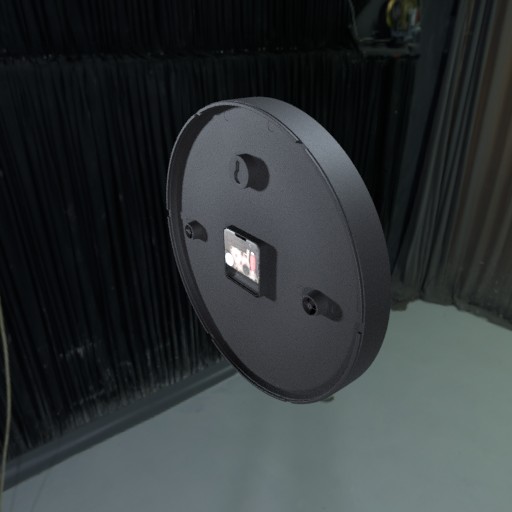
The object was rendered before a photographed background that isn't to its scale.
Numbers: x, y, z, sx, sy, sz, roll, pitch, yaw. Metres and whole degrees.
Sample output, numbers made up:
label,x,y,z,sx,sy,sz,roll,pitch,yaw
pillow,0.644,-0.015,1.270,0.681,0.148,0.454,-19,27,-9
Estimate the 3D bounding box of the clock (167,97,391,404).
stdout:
label,x,y,z,sx,sy,sz,roll,pitch,yaw
clock,0.000,0.000,0.436,0.040,0.293,0.293,-20,33,-34
